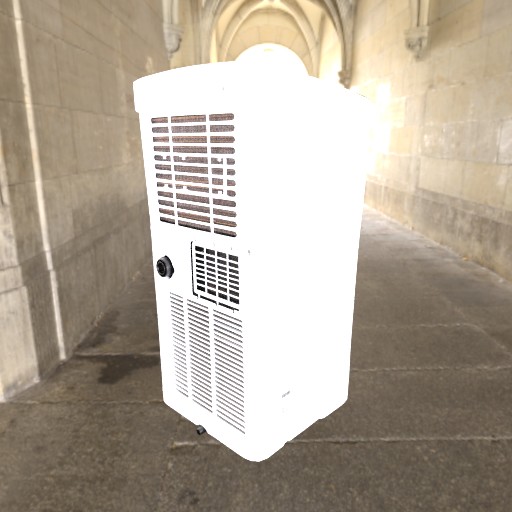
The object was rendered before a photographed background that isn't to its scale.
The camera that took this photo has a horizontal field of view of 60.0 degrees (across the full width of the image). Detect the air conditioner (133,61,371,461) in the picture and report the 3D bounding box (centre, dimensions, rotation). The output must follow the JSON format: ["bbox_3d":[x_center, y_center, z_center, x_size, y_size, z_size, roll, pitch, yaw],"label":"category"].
[{"bbox_3d":[0.000,0.000,0.947,0.352,0.716,0.369,14,20,42],"label":"air conditioner"}]
